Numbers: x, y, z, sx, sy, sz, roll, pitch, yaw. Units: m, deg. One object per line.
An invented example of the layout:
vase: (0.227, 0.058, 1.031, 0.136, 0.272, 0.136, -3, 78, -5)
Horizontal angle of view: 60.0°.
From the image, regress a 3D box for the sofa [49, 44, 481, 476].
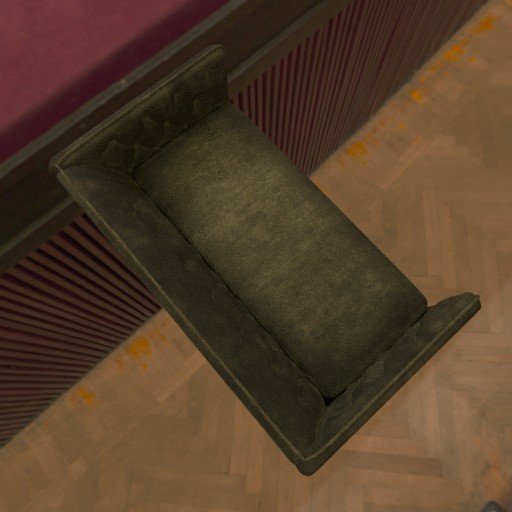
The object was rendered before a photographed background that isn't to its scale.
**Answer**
sofa: (0.000, 0.000, 2.011, 0.895, 0.768, 1.537, -40, 78, -10)
